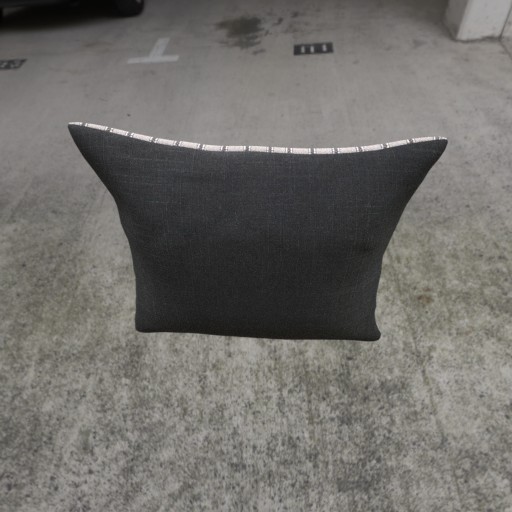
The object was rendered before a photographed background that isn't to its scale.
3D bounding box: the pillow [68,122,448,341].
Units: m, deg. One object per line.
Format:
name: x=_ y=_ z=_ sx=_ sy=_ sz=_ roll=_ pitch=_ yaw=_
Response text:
pillow: x=0.000 y=0.000 z=0.693 sx=0.468 sy=0.444 sz=0.138 roll=2 pitch=46 yaw=2
